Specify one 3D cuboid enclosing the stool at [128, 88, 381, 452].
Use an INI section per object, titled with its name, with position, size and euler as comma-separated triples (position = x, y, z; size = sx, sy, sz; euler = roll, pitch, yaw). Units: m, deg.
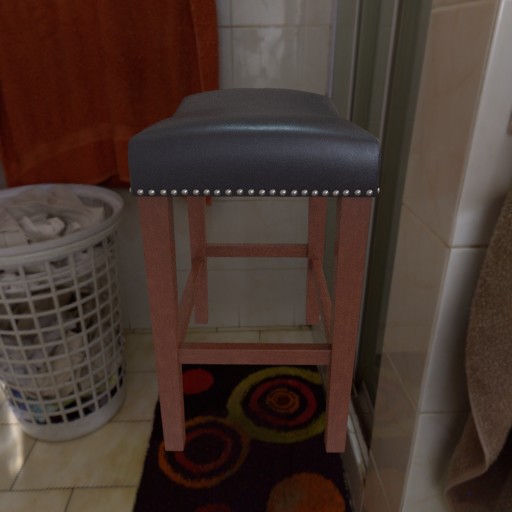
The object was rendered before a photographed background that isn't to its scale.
[stool]
position = 0.000, 0.000, 0.971
size = 0.372, 0.654, 0.504
euler = 0, 26, 1
